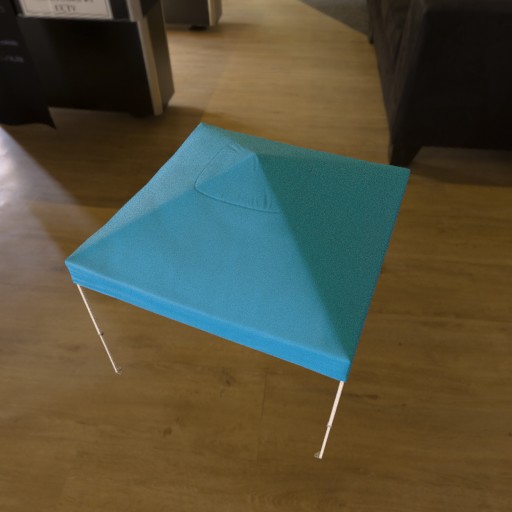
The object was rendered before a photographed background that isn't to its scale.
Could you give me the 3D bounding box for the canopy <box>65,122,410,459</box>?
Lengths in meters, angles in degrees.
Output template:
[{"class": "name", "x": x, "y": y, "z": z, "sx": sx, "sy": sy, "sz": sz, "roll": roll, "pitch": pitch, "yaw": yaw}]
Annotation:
[{"class": "canopy", "x": 0.000, "y": 0.000, "z": 5.575, "sx": 2.998, "sy": 2.997, "sz": 2.996, "roll": 17, "pitch": 49, "yaw": 16}]
